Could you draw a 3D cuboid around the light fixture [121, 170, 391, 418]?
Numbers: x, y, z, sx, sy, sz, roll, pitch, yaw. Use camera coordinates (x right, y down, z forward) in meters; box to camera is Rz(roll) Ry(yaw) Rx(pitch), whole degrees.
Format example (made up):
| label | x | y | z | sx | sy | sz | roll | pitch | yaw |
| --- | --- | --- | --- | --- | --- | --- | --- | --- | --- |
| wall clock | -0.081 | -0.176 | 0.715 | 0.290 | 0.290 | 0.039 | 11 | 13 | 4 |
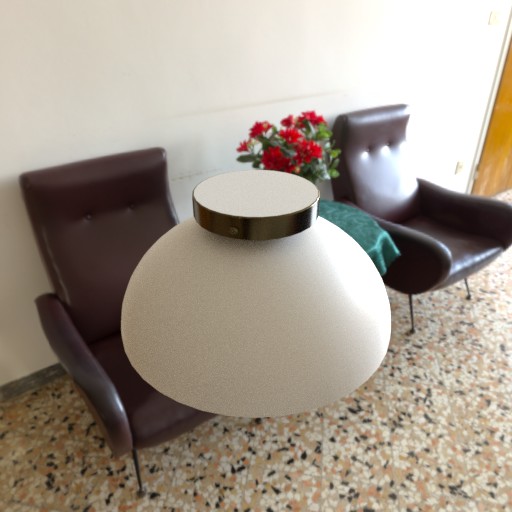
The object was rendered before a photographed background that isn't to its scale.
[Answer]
| label | x | y | z | sx | sy | sz | roll | pitch | yaw |
| --- | --- | --- | --- | --- | --- | --- | --- | --- | --- |
| light fixture | 0.000 | 0.000 | 0.562 | 0.355 | 0.177 | 0.355 | 0 | 30 | 0 |
